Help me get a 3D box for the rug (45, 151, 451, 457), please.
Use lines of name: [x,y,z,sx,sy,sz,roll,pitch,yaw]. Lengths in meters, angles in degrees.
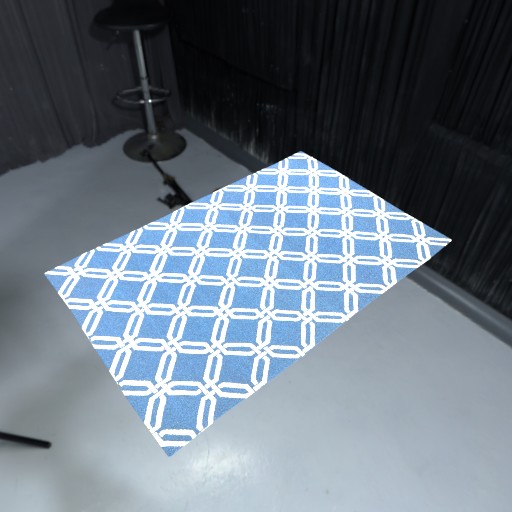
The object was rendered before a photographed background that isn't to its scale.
rug: [0.000,0.000,2.249,1.755,0.010,1.153,-30,52,-27]
